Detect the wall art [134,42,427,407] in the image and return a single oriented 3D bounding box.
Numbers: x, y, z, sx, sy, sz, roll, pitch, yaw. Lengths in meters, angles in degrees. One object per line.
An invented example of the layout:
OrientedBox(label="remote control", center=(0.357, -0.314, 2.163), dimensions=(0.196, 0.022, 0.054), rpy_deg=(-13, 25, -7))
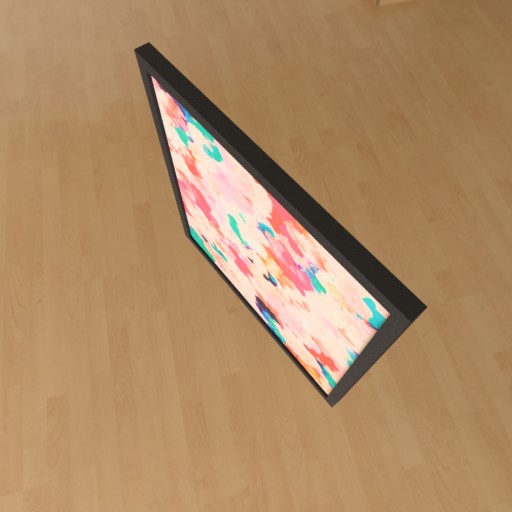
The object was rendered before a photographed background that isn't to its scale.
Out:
OrientedBox(label="wall art", center=(0.000, 0.000, 0.450), dimensions=(0.015, 0.304, 0.306), rpy_deg=(-35, 68, -17))
